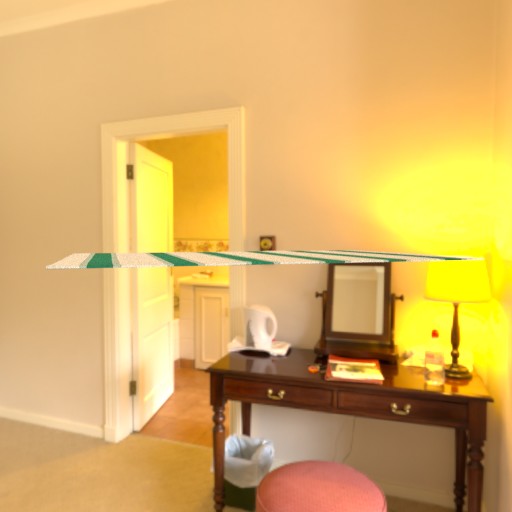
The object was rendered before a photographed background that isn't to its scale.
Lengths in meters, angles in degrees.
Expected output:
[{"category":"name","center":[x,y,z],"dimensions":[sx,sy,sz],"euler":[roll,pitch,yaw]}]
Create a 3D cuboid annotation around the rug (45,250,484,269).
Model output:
[{"category":"rug","center":[0.000,0.000,3.039],"dimensions":[2.436,0.015,1.521],"euler":[-1,3,-18]}]
